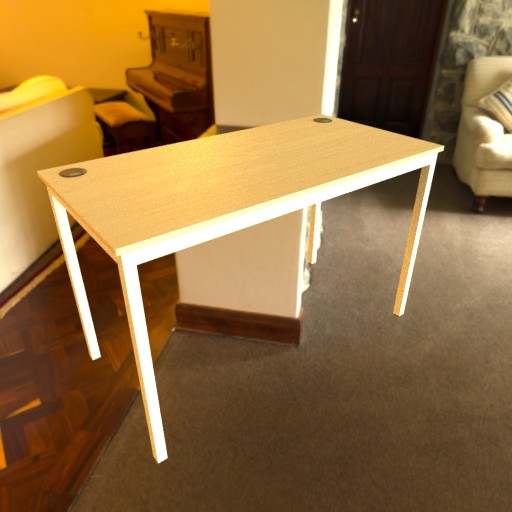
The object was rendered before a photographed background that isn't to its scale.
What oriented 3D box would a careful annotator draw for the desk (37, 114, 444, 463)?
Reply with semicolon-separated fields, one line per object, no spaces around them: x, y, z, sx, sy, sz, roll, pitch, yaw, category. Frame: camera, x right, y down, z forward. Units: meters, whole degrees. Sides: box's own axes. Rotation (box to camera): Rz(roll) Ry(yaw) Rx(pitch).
0.000;0.000;1.630;1.200;0.750;0.600;-21;37;-32;desk
